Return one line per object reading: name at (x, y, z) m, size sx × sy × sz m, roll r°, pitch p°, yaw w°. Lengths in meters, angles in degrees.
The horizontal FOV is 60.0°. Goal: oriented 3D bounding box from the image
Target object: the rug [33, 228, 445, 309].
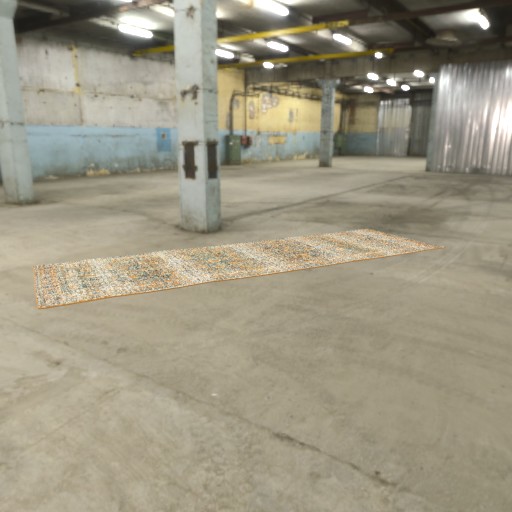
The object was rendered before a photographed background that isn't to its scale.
rug at (0.000, 0.000, 2.549) m, size 2.294 × 0.014 × 0.704 m, roll -7°, pitch 16°, yaw -27°
